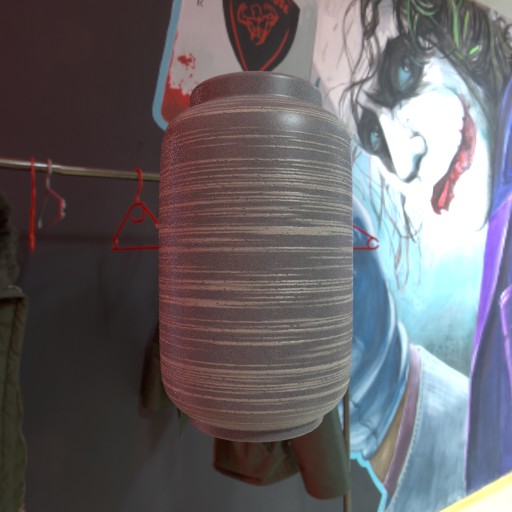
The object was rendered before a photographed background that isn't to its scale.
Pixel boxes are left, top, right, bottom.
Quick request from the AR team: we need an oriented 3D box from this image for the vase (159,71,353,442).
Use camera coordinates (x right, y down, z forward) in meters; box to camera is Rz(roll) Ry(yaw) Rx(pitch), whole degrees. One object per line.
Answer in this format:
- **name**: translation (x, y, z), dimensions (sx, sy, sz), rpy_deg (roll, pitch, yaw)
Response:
- **vase**: translation (0.000, 0.000, 0.694), dimensions (0.297, 0.499, 0.297), rpy_deg (0, 0, 0)
